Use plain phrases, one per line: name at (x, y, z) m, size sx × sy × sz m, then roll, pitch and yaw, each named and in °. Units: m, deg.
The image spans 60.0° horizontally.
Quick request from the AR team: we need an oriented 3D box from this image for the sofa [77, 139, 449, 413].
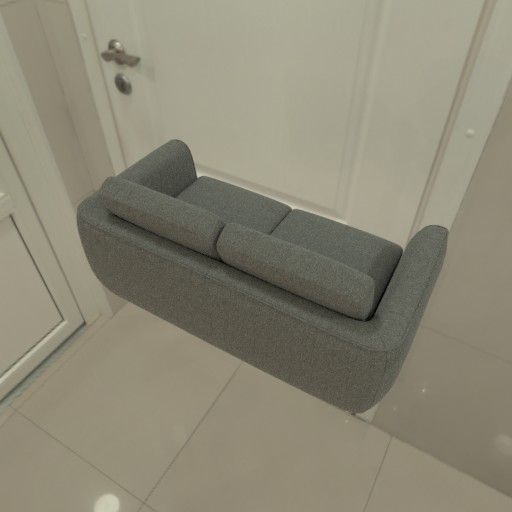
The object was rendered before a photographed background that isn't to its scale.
sofa at (0.000, 0.000, 2.286) m, size 1.700 × 0.870 × 0.920 m, roll 23°, pitch 49°, yaw 21°
